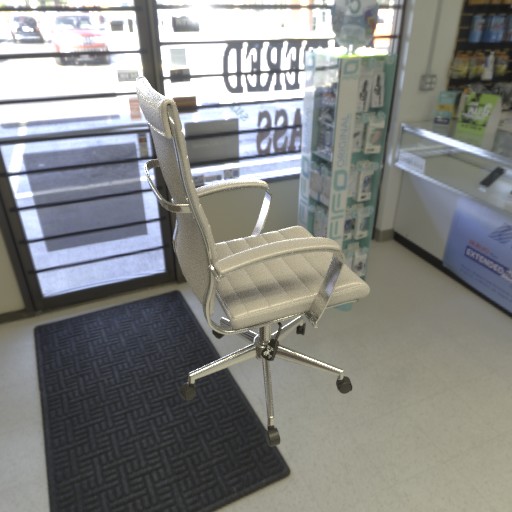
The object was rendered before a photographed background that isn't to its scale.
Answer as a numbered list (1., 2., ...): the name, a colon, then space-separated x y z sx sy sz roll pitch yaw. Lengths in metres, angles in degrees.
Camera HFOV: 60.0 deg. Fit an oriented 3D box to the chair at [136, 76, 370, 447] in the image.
1. chair: 0.000 0.000 1.546 0.667 1.149 0.679 -10 31 -18
